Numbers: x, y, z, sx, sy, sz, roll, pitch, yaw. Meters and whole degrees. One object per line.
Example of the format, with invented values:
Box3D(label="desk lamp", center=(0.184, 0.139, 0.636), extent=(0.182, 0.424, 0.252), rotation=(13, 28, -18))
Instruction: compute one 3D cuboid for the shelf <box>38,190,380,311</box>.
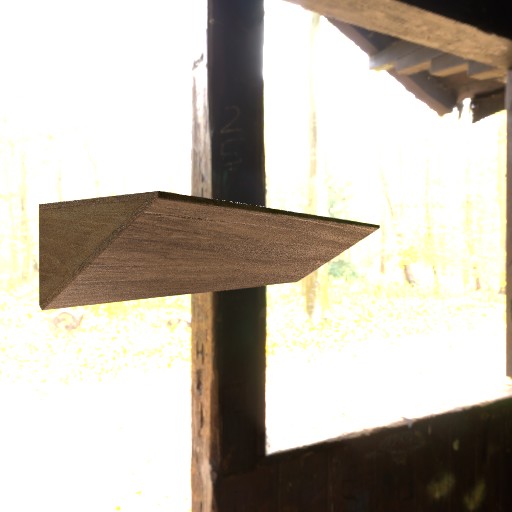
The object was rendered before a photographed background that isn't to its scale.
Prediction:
Box3D(label="shelf", center=(0.000, 0.000, 0.714), extent=(0.200, 0.125, 0.610), rotation=(0, 0, 34))
